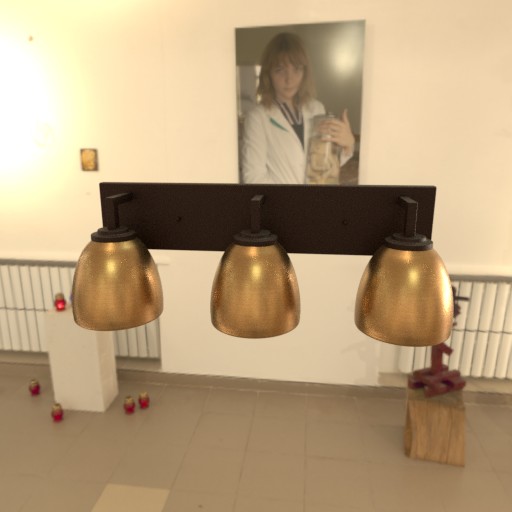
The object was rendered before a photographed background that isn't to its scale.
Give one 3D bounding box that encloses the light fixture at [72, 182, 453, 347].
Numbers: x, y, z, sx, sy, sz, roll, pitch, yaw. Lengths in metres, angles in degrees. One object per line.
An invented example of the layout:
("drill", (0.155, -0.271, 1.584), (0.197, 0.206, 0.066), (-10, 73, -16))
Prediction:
("light fixture", (0.000, 0.000, 0.675), (0.582, 0.204, 0.157), (2, 15, 6))
